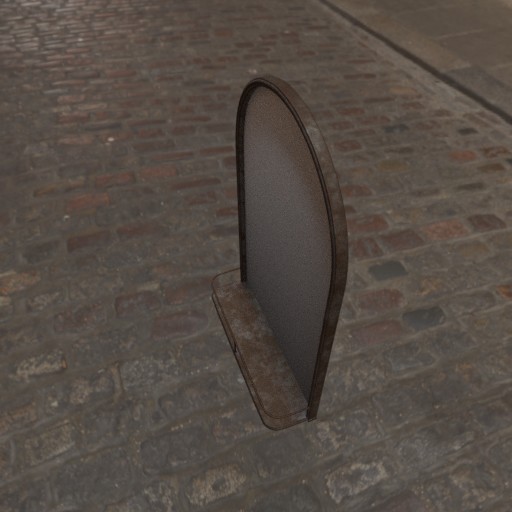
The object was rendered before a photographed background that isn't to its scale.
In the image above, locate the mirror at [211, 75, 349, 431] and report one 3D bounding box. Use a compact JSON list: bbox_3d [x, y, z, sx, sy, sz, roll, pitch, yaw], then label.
[{"bbox_3d":[0.000,0.000,1.014,0.137,0.770,0.510,-16,48,-15],"label":"mirror"}]
